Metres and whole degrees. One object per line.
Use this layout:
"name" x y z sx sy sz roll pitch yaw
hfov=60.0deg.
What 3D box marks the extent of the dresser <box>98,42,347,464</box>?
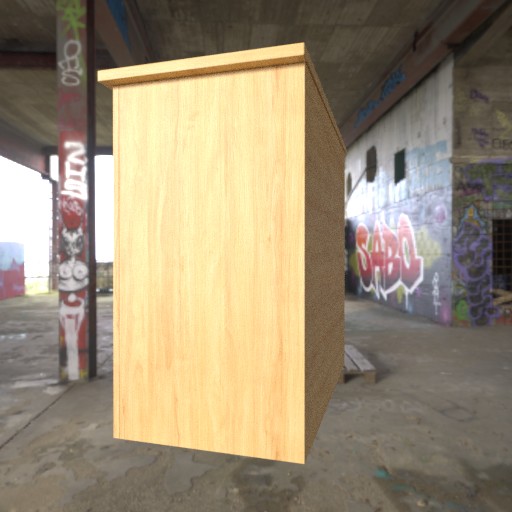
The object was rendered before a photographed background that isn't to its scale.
"dresser" 0.000 0.000 1.195 0.410 0.730 0.800 0 0 17
